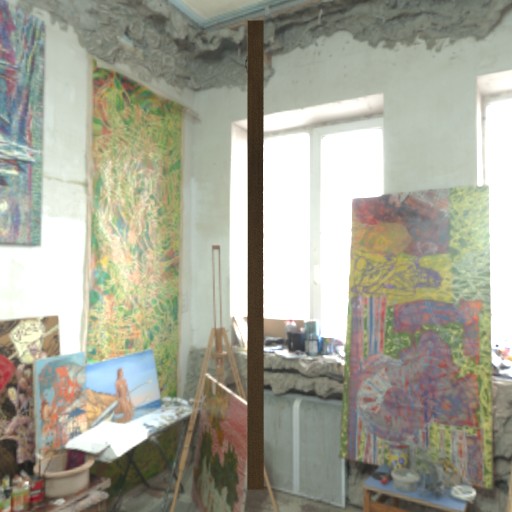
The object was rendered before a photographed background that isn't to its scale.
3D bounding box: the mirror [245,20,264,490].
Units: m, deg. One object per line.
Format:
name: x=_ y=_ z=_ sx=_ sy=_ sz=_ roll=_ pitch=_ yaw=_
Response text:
mirror: x=0.000 y=0.000 z=1.340 sx=0.040 sy=1.016 sz=0.762 roll=0 pitch=-1 yaw=0
